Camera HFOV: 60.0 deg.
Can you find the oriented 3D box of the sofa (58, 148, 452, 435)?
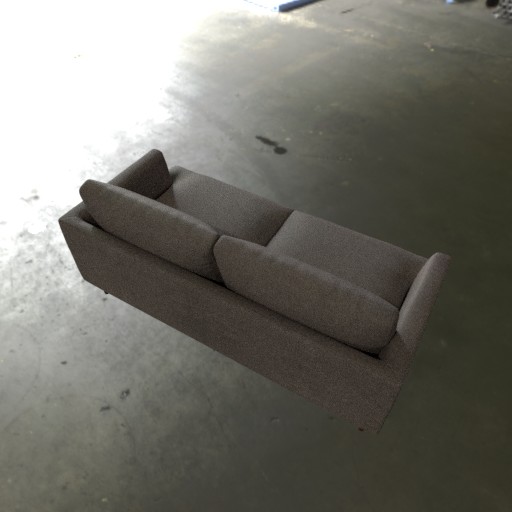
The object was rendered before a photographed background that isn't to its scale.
[{"bbox_3d":[0.000,0.000,2.531,1.948,0.868,1.020,23,51,21],"label":"sofa"}]
